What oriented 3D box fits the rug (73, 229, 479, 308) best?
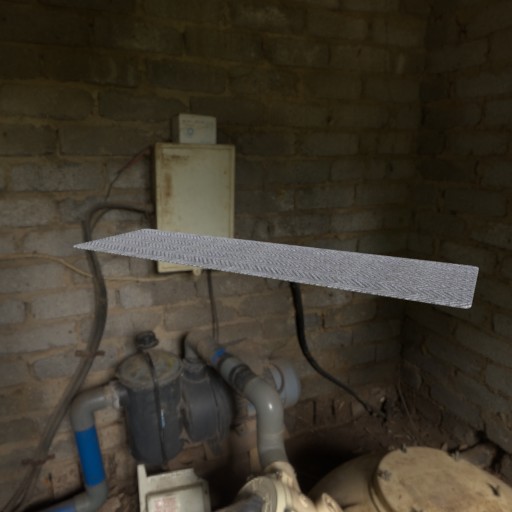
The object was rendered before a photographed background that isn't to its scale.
[{"bbox_3d":[0.000,0.000,2.560,2.286,0.008,0.686,8,16,28],"label":"rug"}]
